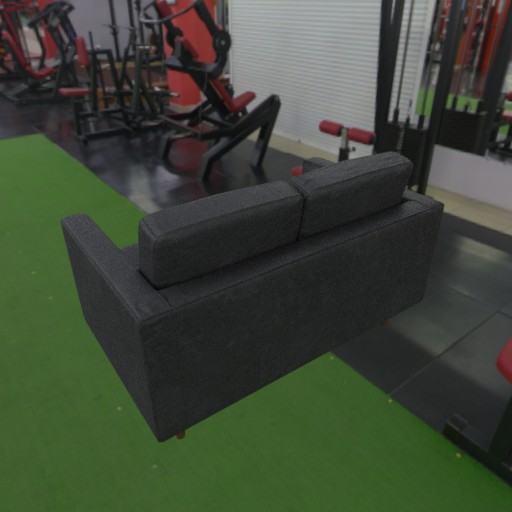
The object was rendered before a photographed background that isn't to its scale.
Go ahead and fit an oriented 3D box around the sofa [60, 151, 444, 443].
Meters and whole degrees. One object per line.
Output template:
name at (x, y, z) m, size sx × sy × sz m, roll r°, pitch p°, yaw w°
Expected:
sofa at (0.000, 0.000, 2.022) m, size 1.430 × 0.899 × 0.879 m, roll -20°, pitch 36°, yaw -30°
